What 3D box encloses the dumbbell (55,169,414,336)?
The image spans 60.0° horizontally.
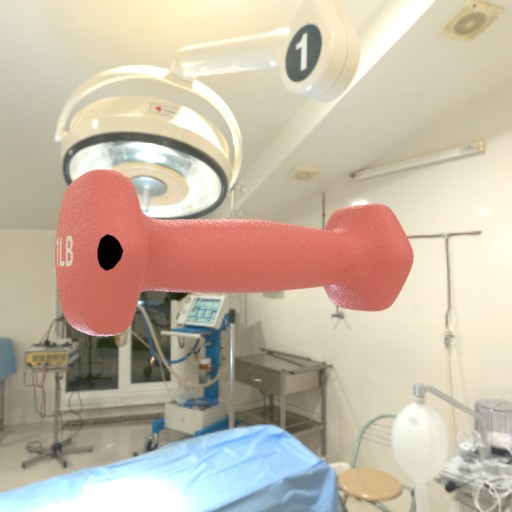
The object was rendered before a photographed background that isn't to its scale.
[{"bbox_3d":[0.000,0.000,0.150,0.123,0.043,0.047,1,-2,-36],"label":"dumbbell"}]
